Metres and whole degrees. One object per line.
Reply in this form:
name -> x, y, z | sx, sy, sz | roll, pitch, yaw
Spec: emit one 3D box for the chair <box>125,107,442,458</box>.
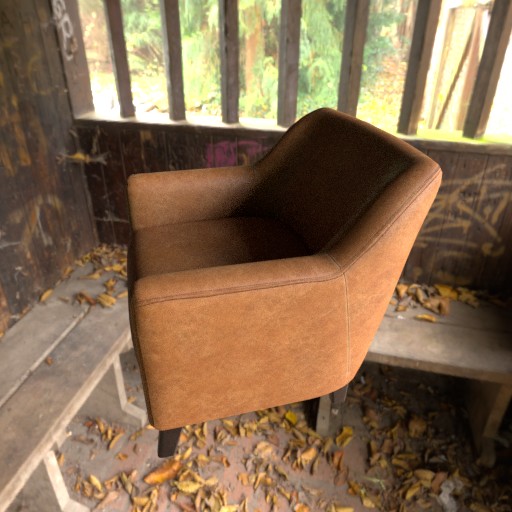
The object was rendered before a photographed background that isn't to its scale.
chair -> 0.000, 0.000, 1.803 | 1.034, 0.980, 1.037 | -8, 31, -13
